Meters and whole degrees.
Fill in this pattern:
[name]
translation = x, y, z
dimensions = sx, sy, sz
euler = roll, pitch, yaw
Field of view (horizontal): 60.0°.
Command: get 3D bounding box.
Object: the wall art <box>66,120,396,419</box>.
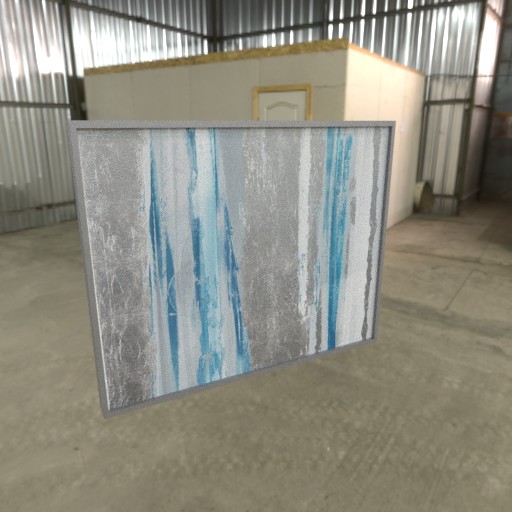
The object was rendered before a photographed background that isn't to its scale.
[wall art]
translation = 0.000, 0.000, 0.770
dimensions = 0.557, 0.450, 0.037
euler = -9, 19, -26
